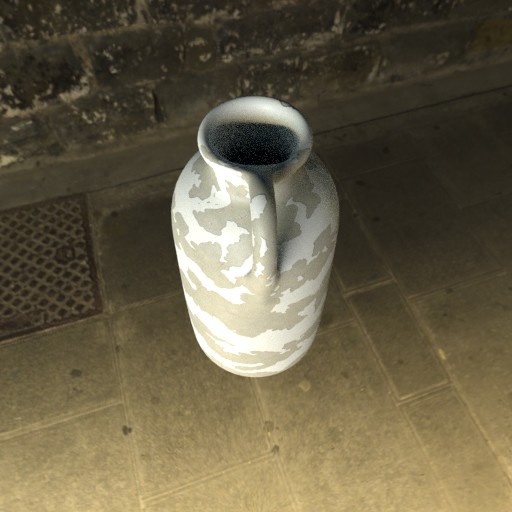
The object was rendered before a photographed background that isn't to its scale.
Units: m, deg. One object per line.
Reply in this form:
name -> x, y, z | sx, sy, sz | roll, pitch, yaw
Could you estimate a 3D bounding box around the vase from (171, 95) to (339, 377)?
vase -> 0.000, 0.000, 0.497 | 0.186, 0.382, 0.203 | -3, 59, -2
